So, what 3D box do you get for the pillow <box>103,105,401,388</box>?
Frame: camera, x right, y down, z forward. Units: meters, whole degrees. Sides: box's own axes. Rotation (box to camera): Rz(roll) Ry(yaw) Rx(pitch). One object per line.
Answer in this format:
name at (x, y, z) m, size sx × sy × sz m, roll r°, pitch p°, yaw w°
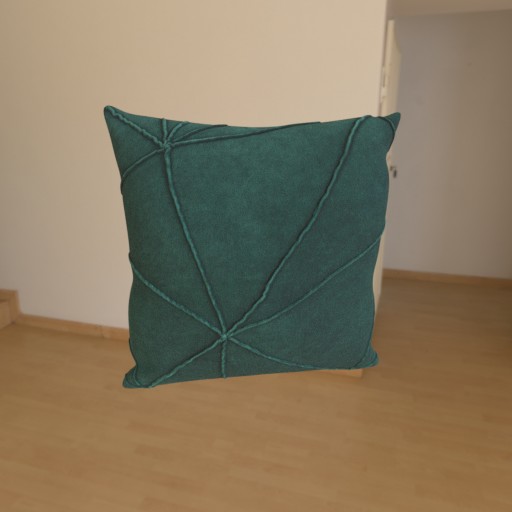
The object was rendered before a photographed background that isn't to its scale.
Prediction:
pillow at (0.000, 0.000, 0.687) m, size 0.439 × 0.440 × 0.184 m, roll -2°, pitch 17°, yaw -8°
